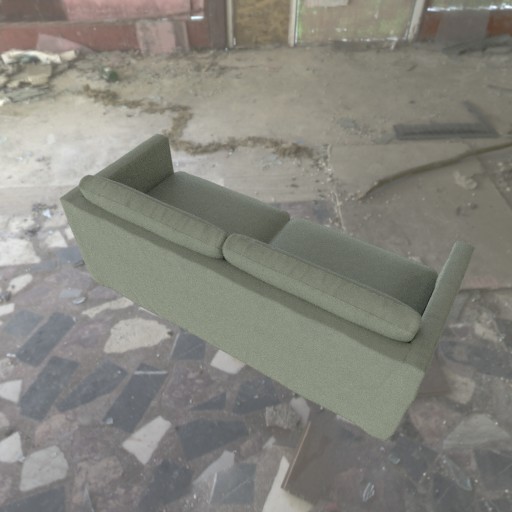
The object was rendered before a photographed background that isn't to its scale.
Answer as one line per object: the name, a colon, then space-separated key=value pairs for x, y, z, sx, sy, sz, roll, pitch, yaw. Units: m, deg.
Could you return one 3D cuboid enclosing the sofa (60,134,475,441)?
sofa: x=0.000 y=0.000 z=2.780 sx=2.312 sy=0.853 sz=0.962 roll=24 pitch=50 yaw=22
